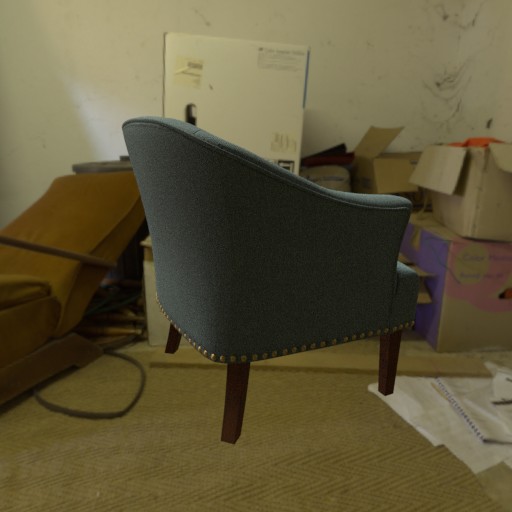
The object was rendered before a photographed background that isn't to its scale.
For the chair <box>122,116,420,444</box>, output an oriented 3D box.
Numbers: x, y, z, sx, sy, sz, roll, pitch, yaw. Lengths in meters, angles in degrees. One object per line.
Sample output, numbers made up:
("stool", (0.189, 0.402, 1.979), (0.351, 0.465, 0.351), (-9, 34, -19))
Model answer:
("chair", (0.000, 0.000, 1.377), (0.704, 0.815, 0.772), (-8, 17, -25))
